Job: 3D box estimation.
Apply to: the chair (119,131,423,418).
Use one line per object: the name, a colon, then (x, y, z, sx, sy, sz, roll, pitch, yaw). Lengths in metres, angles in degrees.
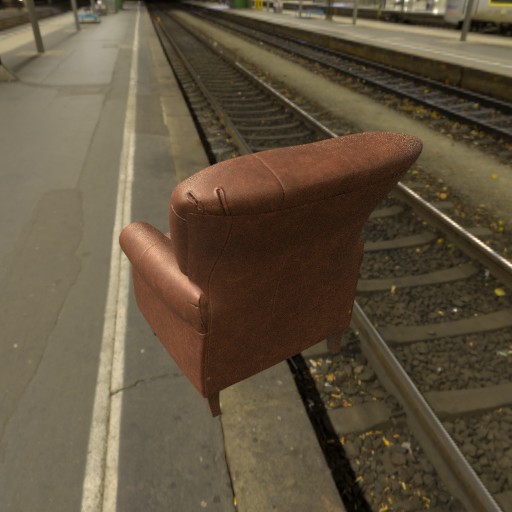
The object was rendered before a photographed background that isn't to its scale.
chair: (0.000, 0.000, 1.928, 0.979, 1.162, 1.031, -19, 36, -29)
